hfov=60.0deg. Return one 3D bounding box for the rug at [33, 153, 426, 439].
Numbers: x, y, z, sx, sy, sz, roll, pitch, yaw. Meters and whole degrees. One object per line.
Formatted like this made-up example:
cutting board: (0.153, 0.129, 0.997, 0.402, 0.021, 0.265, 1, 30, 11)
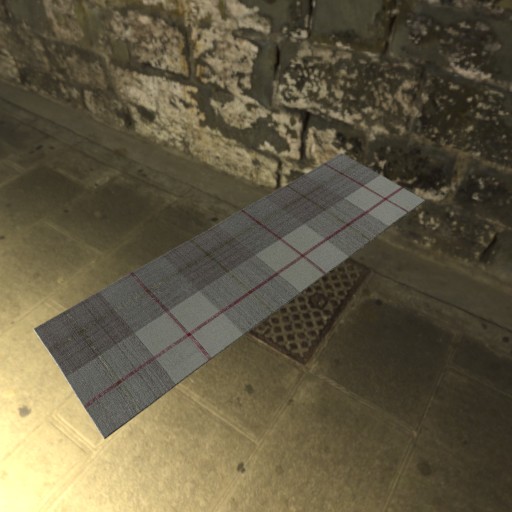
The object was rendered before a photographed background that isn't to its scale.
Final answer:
rug: (0.000, 0.000, 2.676, 2.439, 0.013, 0.762, -33, 55, -27)
